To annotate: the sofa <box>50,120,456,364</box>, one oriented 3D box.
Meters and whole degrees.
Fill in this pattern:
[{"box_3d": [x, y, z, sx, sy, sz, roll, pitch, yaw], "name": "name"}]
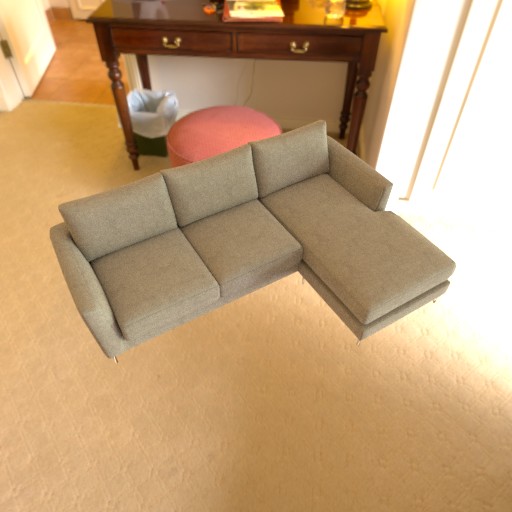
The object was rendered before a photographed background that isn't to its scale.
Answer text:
[{"box_3d": [0.000, 0.000, 3.157, 2.438, 0.864, 1.626, -23, 50, -21], "name": "sofa"}]
